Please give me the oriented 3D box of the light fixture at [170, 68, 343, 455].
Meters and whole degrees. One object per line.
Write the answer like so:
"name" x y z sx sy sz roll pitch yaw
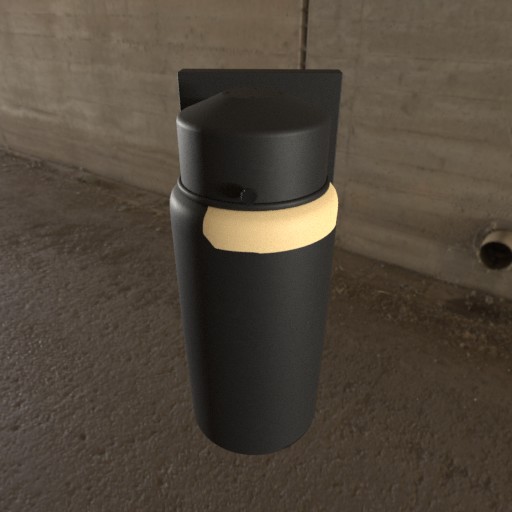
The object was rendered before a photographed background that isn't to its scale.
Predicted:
"light fixture" 0.000 0.000 0.352 0.130 0.257 0.176 1 29 2
